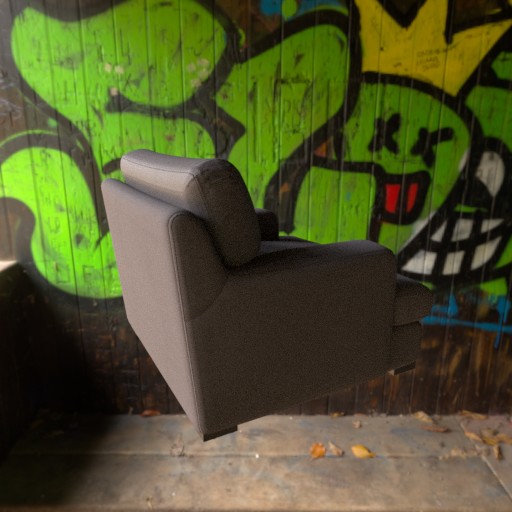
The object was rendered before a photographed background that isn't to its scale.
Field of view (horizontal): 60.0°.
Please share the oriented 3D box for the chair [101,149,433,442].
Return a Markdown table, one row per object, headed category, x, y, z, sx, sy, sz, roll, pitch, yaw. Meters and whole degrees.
| category | x | y | z | sx | sy | sz | roll | pitch | yaw |
| --- | --- | --- | --- | --- | --- | --- | --- | --- | --- |
| chair | 0.000 | 0.000 | 2.032 | 1.143 | 0.940 | 1.168 | -8 | 18 | -27 |
